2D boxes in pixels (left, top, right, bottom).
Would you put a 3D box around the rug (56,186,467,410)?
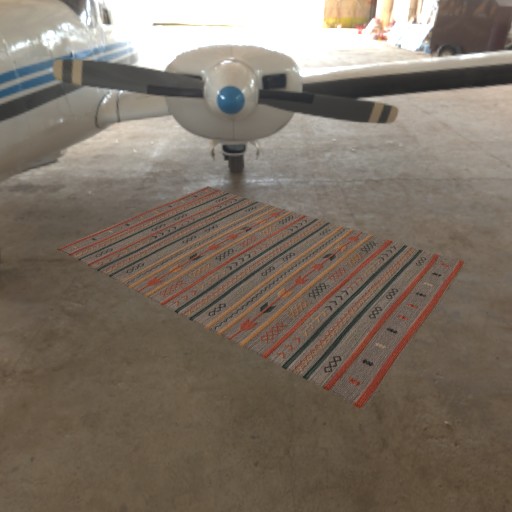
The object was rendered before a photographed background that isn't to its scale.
[{"bbox_3d":[0.000,0.000,2.368,1.835,0.017,1.220,21,35,32],"label":"rug"}]
